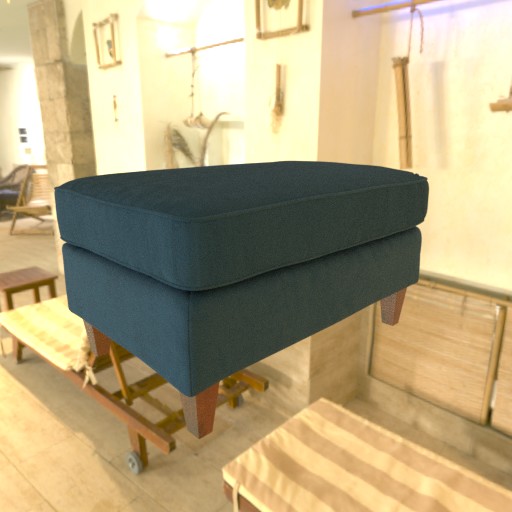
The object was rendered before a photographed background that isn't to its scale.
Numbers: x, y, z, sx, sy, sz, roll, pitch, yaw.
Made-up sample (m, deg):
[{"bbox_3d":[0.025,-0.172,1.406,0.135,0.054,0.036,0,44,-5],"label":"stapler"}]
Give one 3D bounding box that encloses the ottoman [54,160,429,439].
[{"bbox_3d":[0.000,0.000,1.216,0.862,0.484,0.583,-15,22,-42],"label":"ottoman"}]
